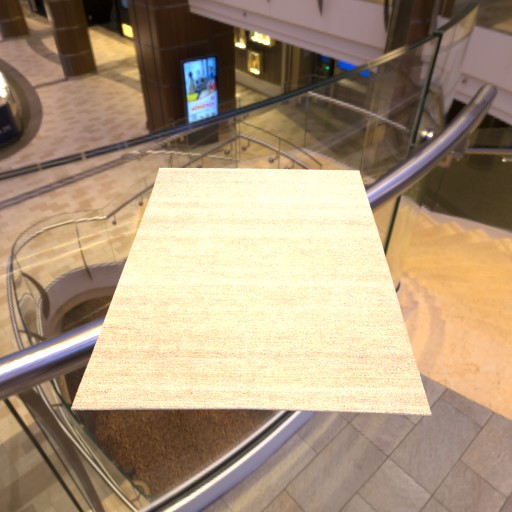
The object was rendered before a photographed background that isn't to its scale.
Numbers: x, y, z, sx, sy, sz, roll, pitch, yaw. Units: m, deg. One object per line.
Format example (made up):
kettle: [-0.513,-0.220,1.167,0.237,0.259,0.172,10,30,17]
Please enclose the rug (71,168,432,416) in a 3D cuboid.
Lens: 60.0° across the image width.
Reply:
rug: [0.000,0.000,4.228,2.467,0.046,3.245,1,41,1]
